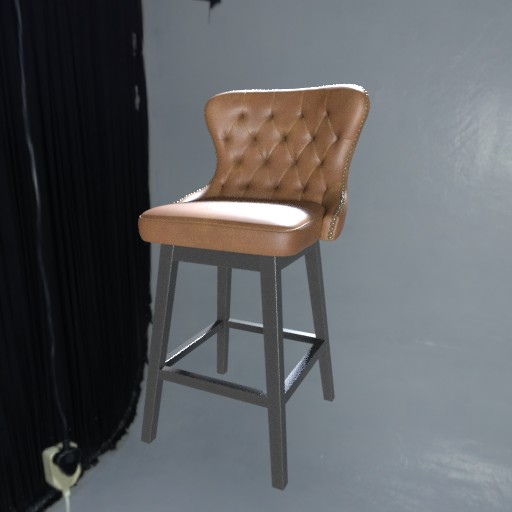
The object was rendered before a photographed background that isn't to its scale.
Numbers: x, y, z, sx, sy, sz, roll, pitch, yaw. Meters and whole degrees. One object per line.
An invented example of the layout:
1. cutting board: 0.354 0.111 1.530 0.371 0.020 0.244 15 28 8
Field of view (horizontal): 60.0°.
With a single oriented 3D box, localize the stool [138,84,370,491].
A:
1. stool: 0.000 0.000 1.282 0.528 0.971 0.593 7 16 25
